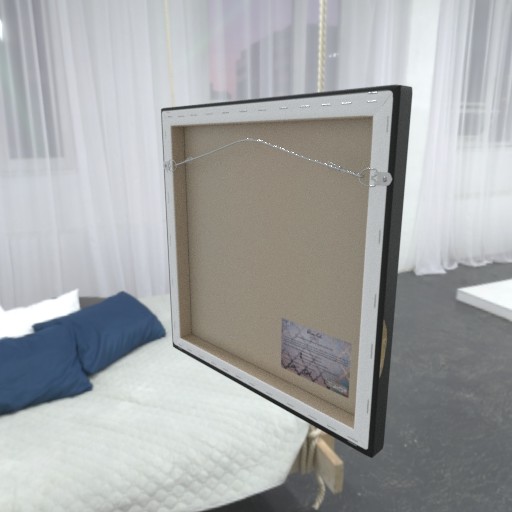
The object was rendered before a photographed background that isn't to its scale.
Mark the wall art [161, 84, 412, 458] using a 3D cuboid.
[{"bbox_3d":[0.000,0.000,0.914,0.043,0.611,0.610,-13,19,-43],"label":"wall art"}]
